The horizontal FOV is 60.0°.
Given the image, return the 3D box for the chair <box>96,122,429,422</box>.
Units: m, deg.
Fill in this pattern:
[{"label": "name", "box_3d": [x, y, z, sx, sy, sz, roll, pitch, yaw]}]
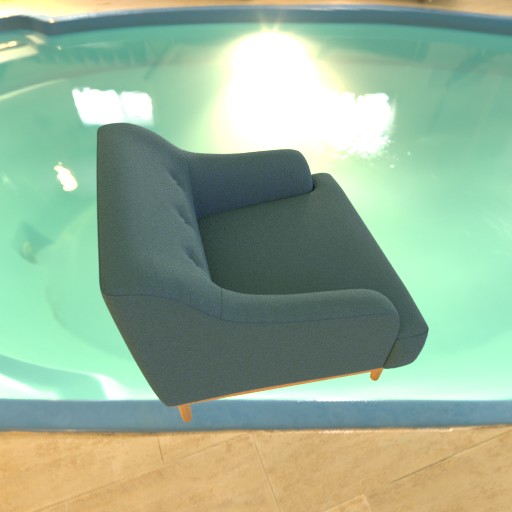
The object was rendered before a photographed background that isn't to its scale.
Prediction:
[{"label": "chair", "box_3d": [0.000, 0.000, 1.639, 0.951, 0.818, 0.946, -10, 47, -10]}]
